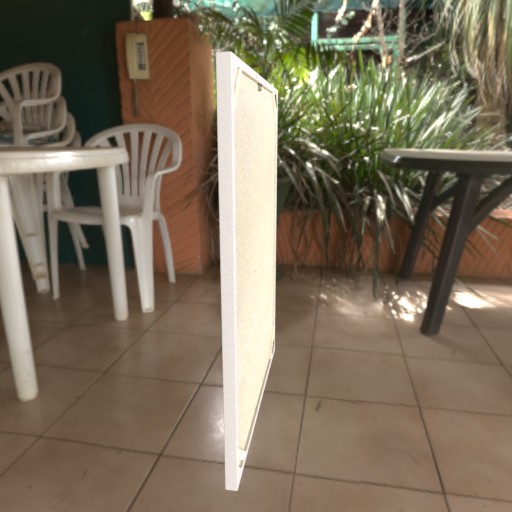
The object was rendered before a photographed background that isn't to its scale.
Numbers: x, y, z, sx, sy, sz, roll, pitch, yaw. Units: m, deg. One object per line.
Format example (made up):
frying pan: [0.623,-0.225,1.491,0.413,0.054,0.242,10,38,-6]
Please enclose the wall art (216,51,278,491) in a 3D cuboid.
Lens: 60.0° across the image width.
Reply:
wall art: [0.000,0.000,1.605,0.038,1.212,0.914,2,15,9]
